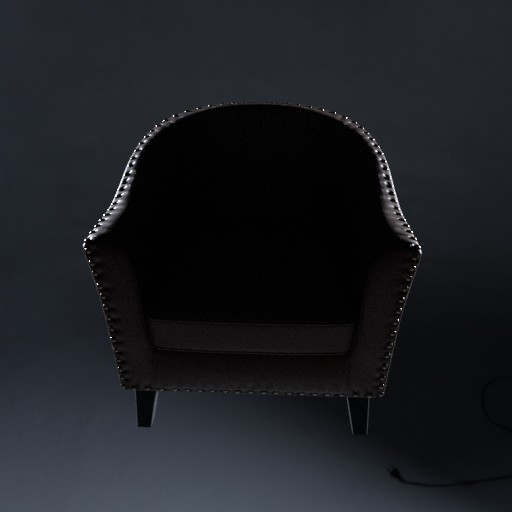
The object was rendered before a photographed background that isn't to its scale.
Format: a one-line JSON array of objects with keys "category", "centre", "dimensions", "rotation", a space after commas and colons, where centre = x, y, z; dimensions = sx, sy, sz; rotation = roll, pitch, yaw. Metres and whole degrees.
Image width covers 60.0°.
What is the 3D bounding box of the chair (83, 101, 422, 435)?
[{"category": "chair", "centre": [0.000, 0.000, 1.418], "dimensions": [0.794, 0.823, 0.748], "rotation": [1, 29, 2]}]
